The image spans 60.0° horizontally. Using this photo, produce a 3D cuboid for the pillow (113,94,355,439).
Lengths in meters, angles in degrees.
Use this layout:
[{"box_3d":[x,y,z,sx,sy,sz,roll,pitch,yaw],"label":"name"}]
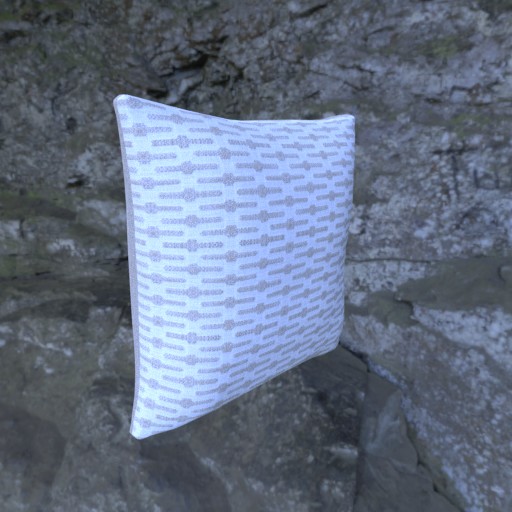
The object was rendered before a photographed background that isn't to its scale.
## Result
[{"box_3d":[0.000,0.000,0.768,0.496,0.491,0.219,-13,19,-43],"label":"pillow"}]
